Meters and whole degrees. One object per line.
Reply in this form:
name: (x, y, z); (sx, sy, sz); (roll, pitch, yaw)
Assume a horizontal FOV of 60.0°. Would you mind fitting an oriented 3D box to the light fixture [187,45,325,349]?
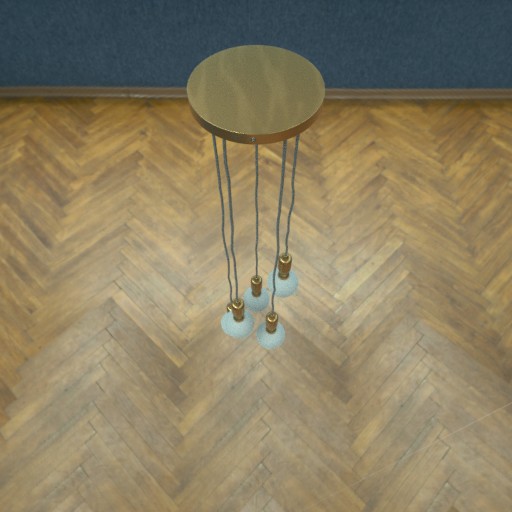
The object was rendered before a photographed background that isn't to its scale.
light fixture: (0.000, 0.000, 0.504); (0.108, 0.457, 0.105); (1, 58, 1)
